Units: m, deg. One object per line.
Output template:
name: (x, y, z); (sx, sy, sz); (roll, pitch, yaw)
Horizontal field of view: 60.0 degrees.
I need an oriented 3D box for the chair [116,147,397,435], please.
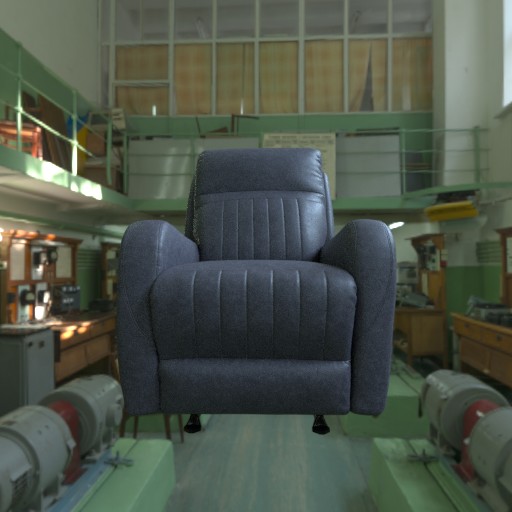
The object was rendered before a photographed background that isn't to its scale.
chair: (0.000, 0.000, 1.772); (0.865, 1.067, 1.067); (0, -1, 1)
